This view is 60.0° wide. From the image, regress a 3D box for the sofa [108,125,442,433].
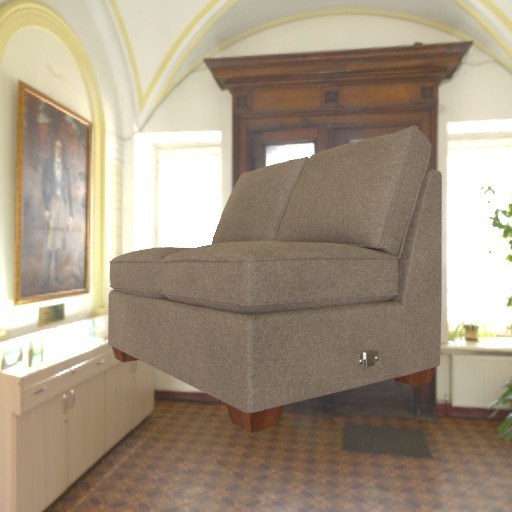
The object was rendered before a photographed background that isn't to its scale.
[{"bbox_3d":[0.000,0.000,1.971,0.951,1.008,1.237,0,0,-36],"label":"sofa"}]
